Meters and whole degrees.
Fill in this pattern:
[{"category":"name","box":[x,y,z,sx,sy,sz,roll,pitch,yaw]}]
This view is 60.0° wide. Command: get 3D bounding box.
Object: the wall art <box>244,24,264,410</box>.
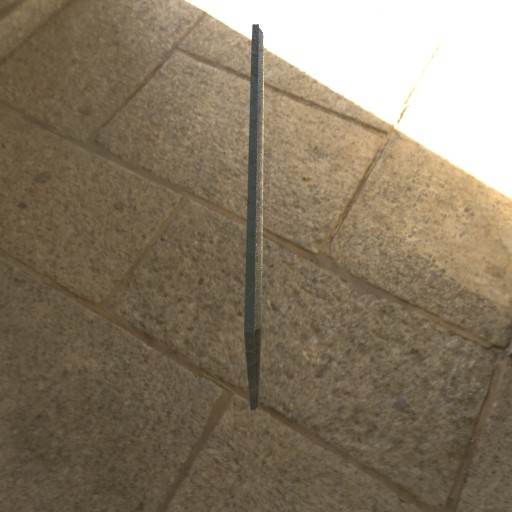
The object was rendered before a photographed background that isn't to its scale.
[{"category":"wall art","box":[0.000,0.000,1.343,0.030,0.983,0.767,1,64,0]}]
